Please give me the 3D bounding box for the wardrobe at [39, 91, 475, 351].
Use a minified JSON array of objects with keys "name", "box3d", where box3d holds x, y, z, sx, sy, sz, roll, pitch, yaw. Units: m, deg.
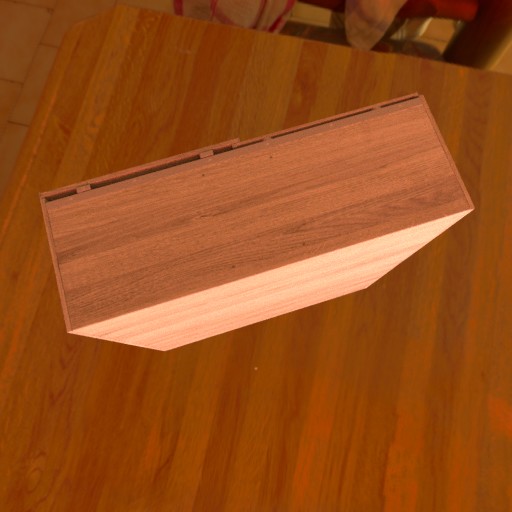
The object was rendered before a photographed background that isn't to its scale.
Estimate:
[{"name":"wardrobe","box3d":[0.000,0.000,2.860,1.780,1.960,0.629,-17,76,-4]}]
